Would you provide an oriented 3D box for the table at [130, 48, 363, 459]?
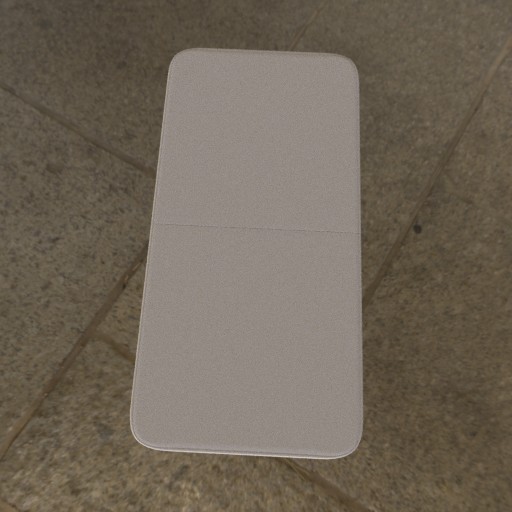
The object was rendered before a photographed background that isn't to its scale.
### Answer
[{"bbox_3d":[0.000,0.000,1.645,0.611,0.737,1.245,3,75,1],"label":"table"}]
